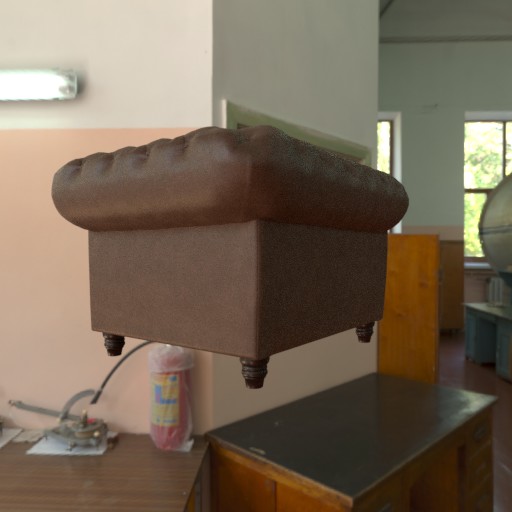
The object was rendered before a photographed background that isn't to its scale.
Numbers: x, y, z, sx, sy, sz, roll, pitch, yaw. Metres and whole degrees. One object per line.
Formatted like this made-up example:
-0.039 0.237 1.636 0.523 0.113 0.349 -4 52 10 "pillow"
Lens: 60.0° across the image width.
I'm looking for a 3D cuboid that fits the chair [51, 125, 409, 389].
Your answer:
0.000 0.000 1.854 0.954 0.784 1.298 0 1 37 "chair"
